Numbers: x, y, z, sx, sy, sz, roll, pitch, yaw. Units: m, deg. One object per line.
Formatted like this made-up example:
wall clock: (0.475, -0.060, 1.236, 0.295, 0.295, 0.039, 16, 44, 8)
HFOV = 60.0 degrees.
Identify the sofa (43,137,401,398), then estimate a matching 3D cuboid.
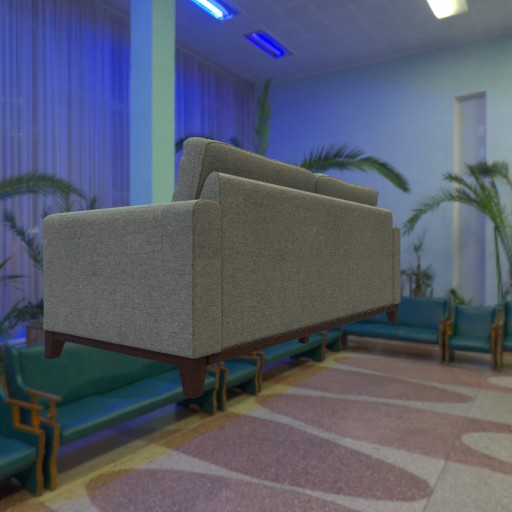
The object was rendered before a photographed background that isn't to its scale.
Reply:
sofa: (0.000, 0.000, 2.465, 0.969, 0.892, 1.978, 0, 1, 37)
